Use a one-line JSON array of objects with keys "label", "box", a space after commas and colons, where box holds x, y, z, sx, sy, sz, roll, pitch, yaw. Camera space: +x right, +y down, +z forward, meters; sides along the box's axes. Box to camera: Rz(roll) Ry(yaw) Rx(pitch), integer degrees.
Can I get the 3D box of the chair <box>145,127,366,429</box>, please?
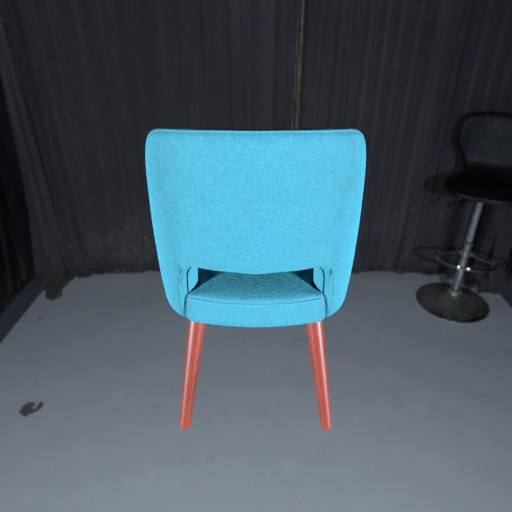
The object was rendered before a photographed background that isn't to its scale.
[{"label": "chair", "box": [0.000, 0.000, 1.273, 0.548, 0.849, 0.605, 0, 29, 0]}]
